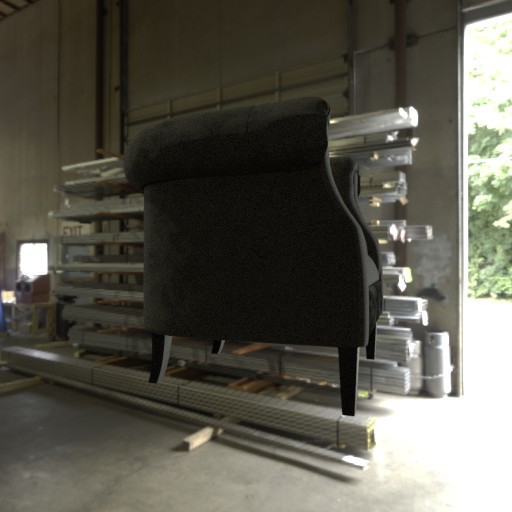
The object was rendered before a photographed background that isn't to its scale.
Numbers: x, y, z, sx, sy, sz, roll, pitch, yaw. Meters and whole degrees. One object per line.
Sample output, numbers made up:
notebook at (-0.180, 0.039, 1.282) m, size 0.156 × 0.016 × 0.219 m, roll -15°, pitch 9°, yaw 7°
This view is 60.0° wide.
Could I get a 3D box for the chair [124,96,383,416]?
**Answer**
chair at (0.000, 0.000, 1.595) m, size 0.851 × 0.826 × 0.904 m, roll 0°, pitch -1°, yaw 19°
